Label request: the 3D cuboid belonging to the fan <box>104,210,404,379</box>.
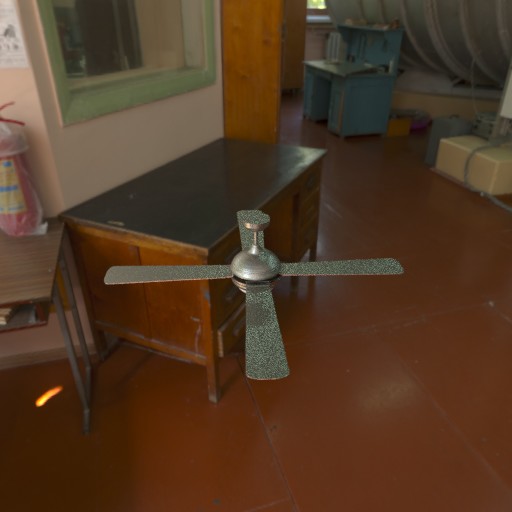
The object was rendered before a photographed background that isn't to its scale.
[{"bbox_3d":[0.000,0.000,2.035,1.321,0.381,1.321,9,31,15],"label":"fan"}]
